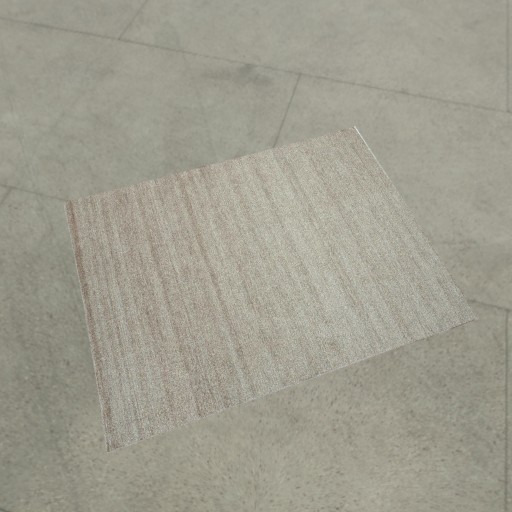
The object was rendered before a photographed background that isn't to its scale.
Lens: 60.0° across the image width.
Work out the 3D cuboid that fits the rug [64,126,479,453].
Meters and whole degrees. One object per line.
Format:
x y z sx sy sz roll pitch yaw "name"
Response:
0.000 0.000 4.087 3.202 0.045 2.434 -17 61 -10 "rug"
